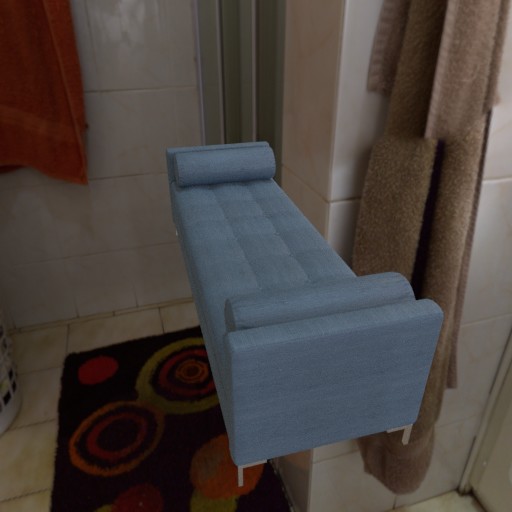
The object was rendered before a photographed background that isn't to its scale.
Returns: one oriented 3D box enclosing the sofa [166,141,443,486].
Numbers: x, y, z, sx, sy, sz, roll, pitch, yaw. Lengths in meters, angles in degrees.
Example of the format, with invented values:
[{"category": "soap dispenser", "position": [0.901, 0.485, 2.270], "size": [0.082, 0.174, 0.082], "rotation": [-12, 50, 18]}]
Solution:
[{"category": "sofa", "position": [0.000, 0.000, 2.259], "size": [0.686, 0.635, 1.981], "rotation": [-8, 31, -13]}]
